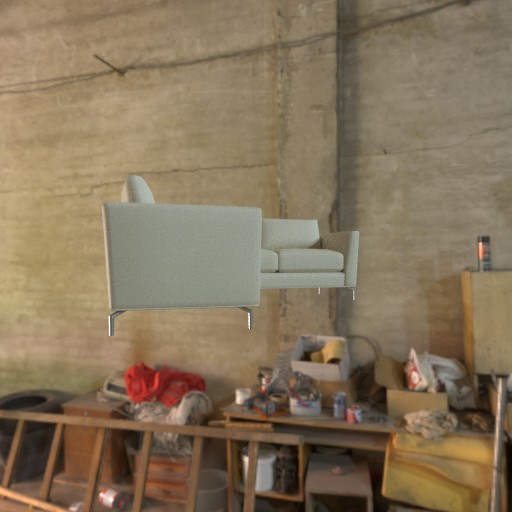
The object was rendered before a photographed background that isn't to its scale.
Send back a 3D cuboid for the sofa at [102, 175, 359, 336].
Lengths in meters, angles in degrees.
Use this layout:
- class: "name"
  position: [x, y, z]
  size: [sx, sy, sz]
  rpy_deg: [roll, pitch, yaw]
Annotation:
- class: "sofa"
  position: [0.000, 0.000, 3.781]
  size: [2.448, 0.867, 2.430]
  rpy_deg: [0, -1, -18]
